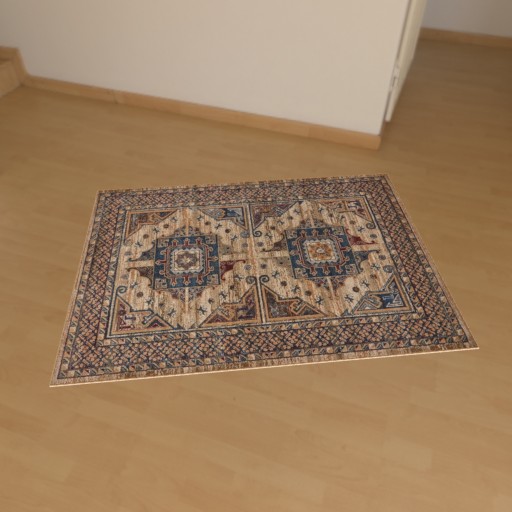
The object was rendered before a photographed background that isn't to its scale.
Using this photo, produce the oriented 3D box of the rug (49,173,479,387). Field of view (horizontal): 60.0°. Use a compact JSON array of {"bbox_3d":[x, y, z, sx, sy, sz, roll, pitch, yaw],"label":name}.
[{"bbox_3d":[0.000,0.000,2.841,2.227,0.008,1.611,-4,46,-4],"label":"rug"}]
